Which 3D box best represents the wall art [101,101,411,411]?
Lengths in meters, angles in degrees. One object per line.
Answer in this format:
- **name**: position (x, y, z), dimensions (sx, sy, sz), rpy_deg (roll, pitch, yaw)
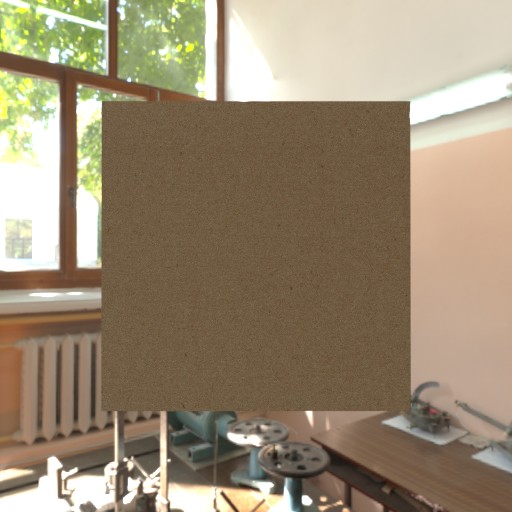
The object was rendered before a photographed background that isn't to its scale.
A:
- **wall art**: position (0.000, 0.000, 1.124), dimensions (0.773, 0.775, 0.031), rpy_deg (0, 0, 0)
